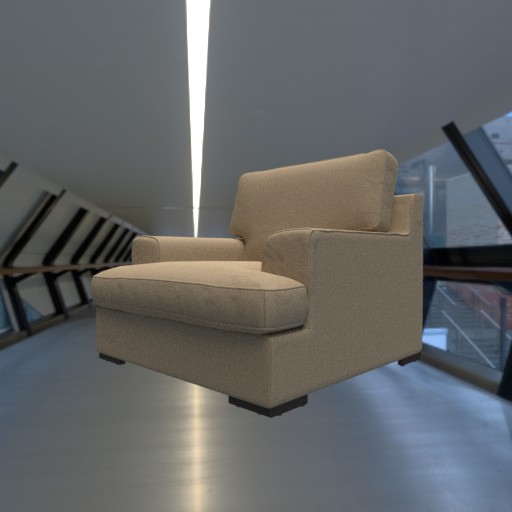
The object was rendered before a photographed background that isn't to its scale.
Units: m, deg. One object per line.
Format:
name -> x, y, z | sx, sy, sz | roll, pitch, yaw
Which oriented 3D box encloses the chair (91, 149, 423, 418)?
chair -> 0.000, 0.000, 2.140 | 1.293, 1.005, 1.274 | 0, 0, 37
